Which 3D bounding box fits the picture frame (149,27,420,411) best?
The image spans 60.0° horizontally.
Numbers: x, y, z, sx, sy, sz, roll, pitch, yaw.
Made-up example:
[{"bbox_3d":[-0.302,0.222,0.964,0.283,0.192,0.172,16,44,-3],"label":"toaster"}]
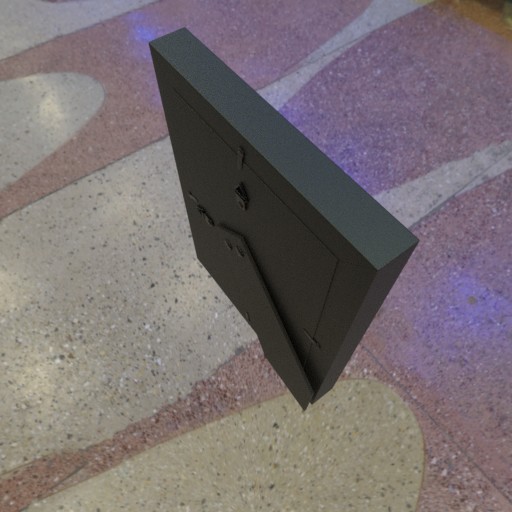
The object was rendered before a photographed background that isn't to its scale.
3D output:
[{"bbox_3d":[0.000,0.000,0.274,0.028,0.208,0.157,-33,65,-18],"label":"picture frame"}]
